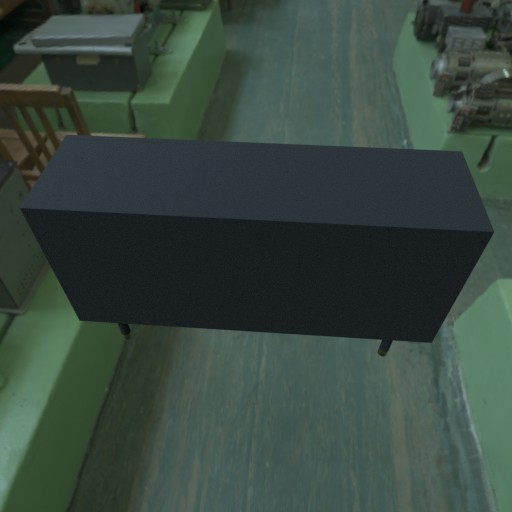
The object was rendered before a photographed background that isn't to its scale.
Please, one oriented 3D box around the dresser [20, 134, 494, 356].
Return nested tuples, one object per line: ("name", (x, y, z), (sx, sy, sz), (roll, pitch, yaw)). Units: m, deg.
("dresser", (0.000, 0.000, 1.929), (1.558, 0.872, 0.463), (3, 48, 3))
